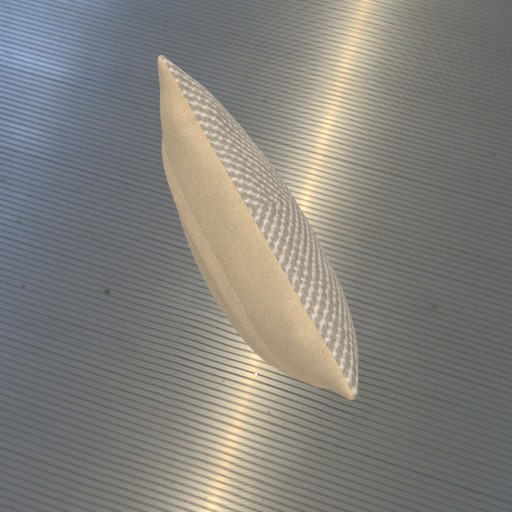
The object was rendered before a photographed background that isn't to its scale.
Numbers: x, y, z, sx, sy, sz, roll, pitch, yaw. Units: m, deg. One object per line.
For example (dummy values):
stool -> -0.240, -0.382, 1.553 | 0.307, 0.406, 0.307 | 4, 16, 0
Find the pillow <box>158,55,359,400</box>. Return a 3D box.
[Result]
pillow -> 0.000, 0.000, 0.711 | 0.181, 0.458, 0.459 | -28, 77, -7
